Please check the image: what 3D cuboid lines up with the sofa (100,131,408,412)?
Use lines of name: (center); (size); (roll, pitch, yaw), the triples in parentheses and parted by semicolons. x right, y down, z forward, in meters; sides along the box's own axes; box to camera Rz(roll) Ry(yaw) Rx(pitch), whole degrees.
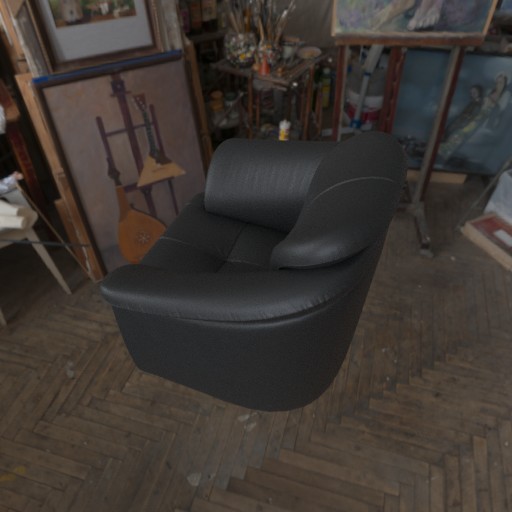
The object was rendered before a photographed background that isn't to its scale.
sofa: (0.000, 0.000, 1.486); (0.794, 0.811, 0.870); (16, 47, 15)
